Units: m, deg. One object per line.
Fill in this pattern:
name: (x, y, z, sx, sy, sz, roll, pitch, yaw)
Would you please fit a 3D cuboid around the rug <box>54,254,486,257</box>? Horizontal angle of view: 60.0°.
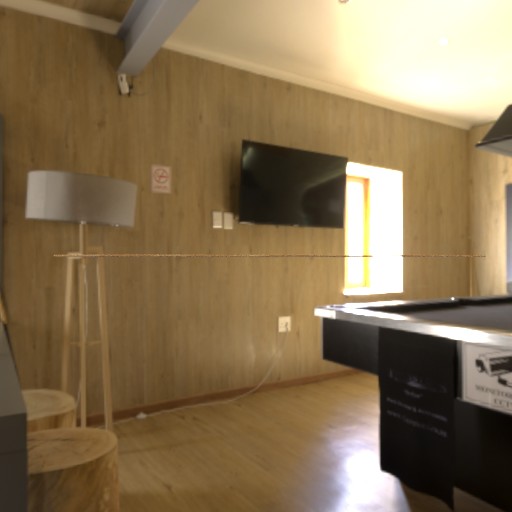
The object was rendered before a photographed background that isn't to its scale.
rug: (0.000, 0.000, 2.782, 2.135, 0.013, 1.524, 0, 0, -16)
